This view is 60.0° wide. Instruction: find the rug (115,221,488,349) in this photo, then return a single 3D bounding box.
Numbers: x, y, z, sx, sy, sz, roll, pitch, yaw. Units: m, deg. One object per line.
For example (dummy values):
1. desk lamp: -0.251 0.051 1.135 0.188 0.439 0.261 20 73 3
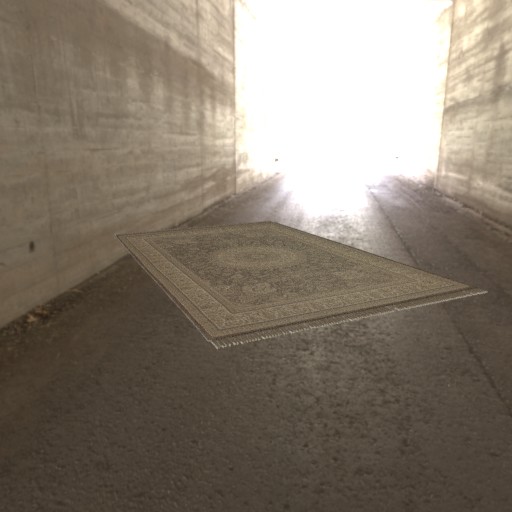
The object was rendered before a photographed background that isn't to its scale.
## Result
1. rug: 0.000 0.000 3.047 1.528 0.010 2.440 -7 16 -25
